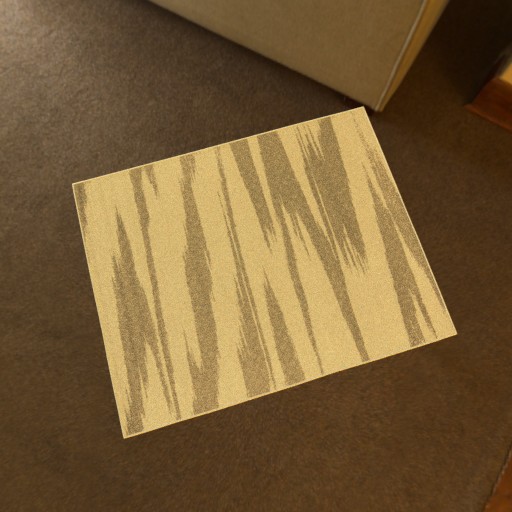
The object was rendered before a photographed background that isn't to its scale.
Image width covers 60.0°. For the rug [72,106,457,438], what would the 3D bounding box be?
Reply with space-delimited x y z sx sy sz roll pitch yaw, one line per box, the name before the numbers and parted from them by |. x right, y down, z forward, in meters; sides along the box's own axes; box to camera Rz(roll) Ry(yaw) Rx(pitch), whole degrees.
rug | 0.000 0.000 4.014 2.945 0.014 2.353 -16 75 -4
